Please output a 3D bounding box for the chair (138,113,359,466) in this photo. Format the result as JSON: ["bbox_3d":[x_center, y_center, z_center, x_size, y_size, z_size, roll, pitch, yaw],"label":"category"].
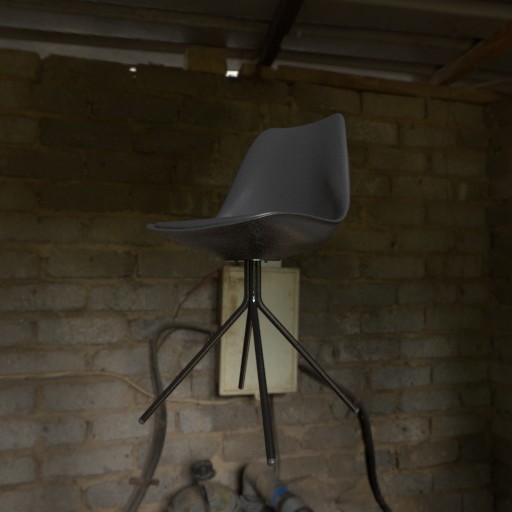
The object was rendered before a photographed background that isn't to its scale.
[{"bbox_3d":[0.000,0.000,1.179,0.461,0.850,0.525,-1,-2,37],"label":"chair"}]
